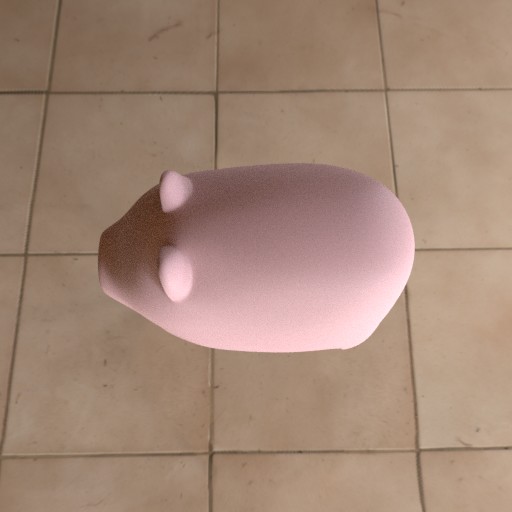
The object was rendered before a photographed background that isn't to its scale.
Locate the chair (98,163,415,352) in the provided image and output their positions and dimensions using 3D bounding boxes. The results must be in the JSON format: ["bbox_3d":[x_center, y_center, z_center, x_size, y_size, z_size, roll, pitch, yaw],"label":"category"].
[{"bbox_3d":[0.000,0.000,0.875,0.619,0.423,0.364,-2,75,0],"label":"chair"}]
